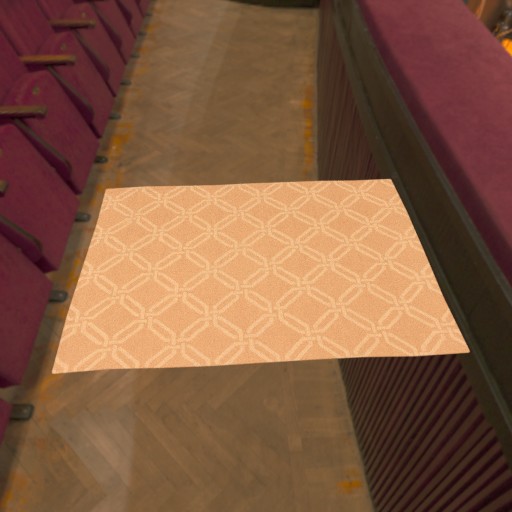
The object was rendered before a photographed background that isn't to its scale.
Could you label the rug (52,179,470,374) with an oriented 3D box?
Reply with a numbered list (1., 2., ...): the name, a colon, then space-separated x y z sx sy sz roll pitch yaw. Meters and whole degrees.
1. rug: 0.000 0.000 2.764 2.135 0.013 1.524 -2 46 -2
